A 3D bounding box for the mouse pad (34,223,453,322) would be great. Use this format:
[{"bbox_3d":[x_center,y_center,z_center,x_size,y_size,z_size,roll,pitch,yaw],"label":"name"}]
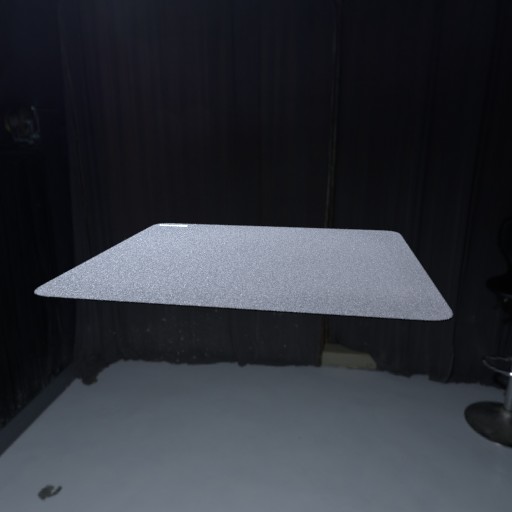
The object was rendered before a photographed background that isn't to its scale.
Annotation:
[{"bbox_3d":[0.000,0.000,0.637,0.451,0.002,0.393,3,16,9],"label":"mouse pad"}]
